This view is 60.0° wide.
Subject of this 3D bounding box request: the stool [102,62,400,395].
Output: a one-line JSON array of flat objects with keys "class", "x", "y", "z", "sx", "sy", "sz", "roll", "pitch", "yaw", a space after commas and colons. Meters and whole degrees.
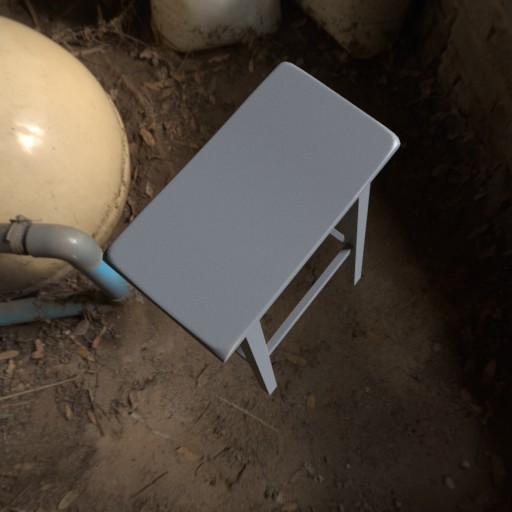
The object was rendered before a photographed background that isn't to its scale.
[{"class": "stool", "x": 0.000, "y": 0.000, "z": 1.033, "sx": 0.476, "sy": 0.737, "sz": 0.457, "roll": 38, "pitch": 78, "yaw": 9}]
